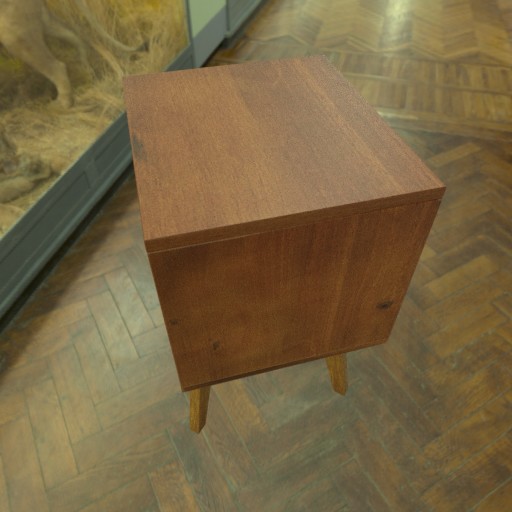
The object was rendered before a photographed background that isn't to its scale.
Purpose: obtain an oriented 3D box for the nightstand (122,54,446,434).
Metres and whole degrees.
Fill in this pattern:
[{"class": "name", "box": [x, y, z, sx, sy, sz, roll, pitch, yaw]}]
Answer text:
[{"class": "nightstand", "box": [0.000, 0.000, 0.937, 0.411, 0.618, 0.460, -11, 47, -10]}]
